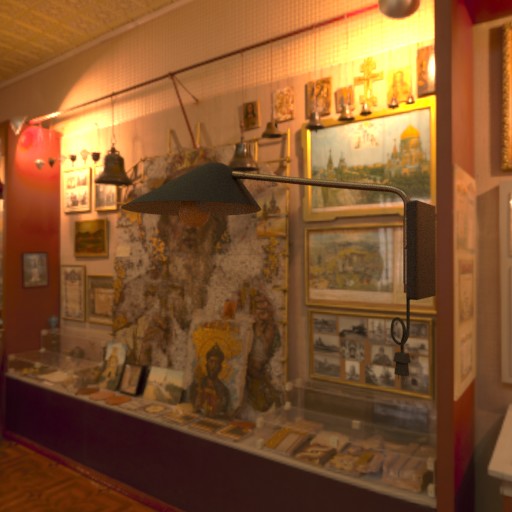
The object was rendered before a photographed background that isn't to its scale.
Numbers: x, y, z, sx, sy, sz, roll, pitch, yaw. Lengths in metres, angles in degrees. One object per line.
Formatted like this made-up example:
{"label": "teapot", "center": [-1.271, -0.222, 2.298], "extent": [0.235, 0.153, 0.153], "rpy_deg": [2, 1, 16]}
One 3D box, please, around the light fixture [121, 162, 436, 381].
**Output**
{"label": "light fixture", "center": [0.000, 0.000, 0.689], "extent": [0.516, 0.312, 0.240], "rpy_deg": [0, 0, 37]}
